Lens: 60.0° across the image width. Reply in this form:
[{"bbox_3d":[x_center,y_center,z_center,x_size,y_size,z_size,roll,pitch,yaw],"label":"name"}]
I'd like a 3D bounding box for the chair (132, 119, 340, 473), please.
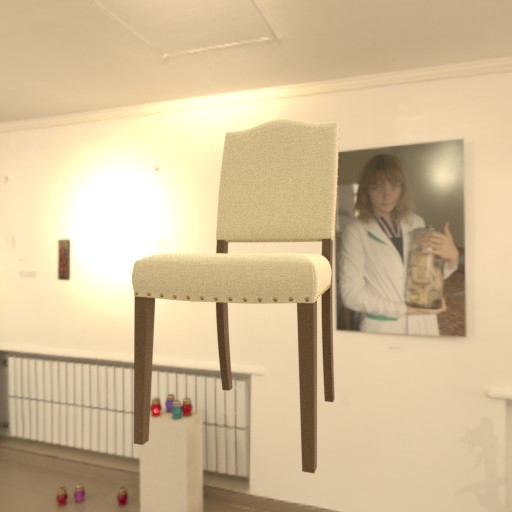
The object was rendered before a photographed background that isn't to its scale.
[{"bbox_3d":[0.000,0.000,1.398,0.508,1.015,0.619,0,0,19],"label":"chair"}]
